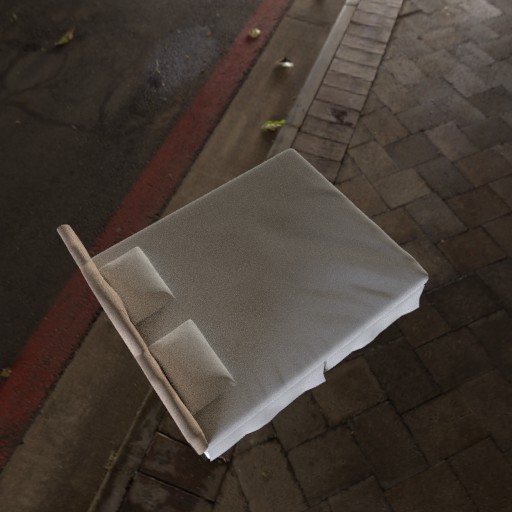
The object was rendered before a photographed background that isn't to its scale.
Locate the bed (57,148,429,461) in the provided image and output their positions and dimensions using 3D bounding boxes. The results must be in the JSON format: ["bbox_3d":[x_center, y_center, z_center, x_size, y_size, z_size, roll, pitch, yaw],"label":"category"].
[{"bbox_3d":[0.000,0.000,2.977,1.970,1.194,1.667,-32,64,-18],"label":"bed"}]
